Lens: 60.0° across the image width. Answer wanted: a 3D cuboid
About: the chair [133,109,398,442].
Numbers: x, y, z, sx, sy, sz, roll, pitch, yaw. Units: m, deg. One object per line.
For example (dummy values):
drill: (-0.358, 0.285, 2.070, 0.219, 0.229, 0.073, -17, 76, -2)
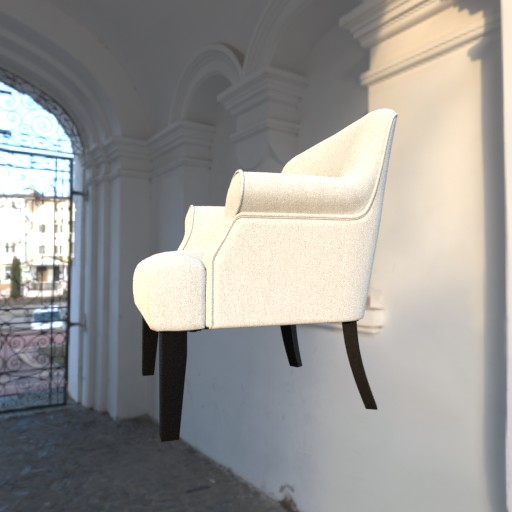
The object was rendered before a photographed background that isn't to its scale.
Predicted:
chair: (0.000, 0.000, 1.458, 0.750, 0.875, 0.781, 0, -1, -18)
